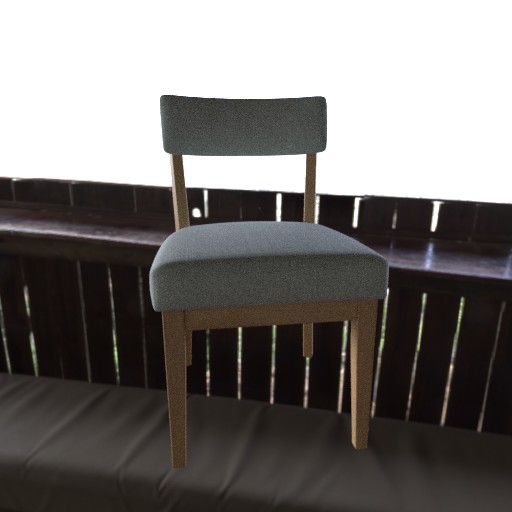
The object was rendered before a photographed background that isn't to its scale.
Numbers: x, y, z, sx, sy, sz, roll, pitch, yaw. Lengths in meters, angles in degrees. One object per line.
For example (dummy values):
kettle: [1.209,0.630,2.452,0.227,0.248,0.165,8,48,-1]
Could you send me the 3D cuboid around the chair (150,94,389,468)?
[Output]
chair: [0.000,0.000,1.174,0.508,0.832,0.572,-2,16,-8]
